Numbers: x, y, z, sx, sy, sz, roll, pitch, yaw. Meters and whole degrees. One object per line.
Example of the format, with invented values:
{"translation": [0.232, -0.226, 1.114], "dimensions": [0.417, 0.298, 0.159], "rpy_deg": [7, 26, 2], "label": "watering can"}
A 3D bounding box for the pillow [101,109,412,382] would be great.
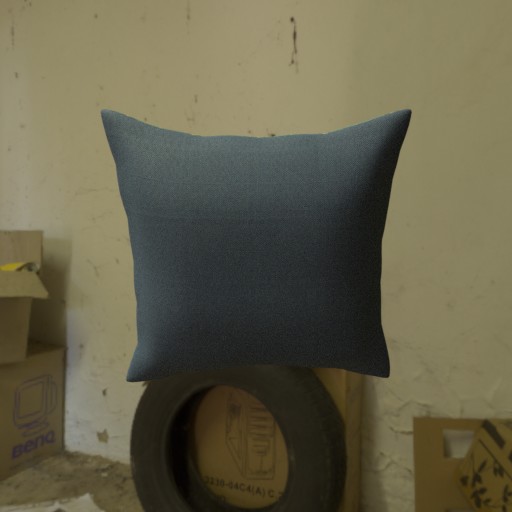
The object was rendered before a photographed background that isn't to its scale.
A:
{"translation": [0.000, 0.000, 0.702], "dimensions": [0.453, 0.430, 0.200], "rpy_deg": [0, 0, 1], "label": "pillow"}
